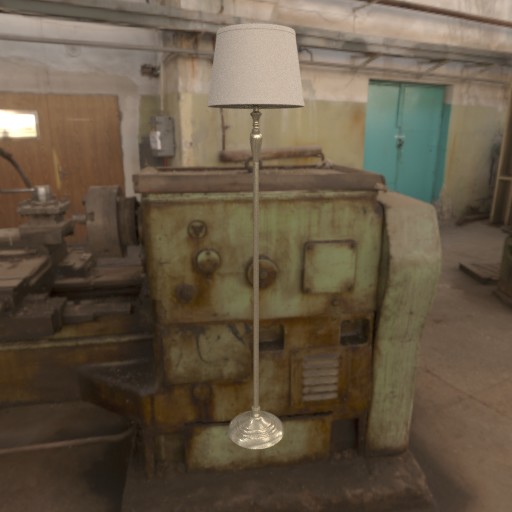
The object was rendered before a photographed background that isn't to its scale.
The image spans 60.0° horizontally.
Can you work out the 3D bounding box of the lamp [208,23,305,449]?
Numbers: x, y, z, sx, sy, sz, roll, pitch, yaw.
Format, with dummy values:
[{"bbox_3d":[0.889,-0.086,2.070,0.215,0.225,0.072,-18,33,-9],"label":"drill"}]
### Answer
[{"bbox_3d":[0.000,0.000,1.643,0.327,1.506,0.327,-8,18,-26],"label":"lamp"}]
